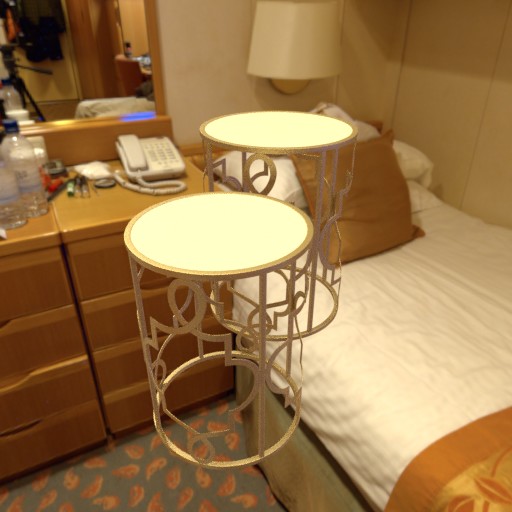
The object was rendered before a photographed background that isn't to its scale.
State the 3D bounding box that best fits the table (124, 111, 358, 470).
[{"bbox_3d":[0.000,0.000,1.150,0.420,0.564,0.846,8,31,14],"label":"table"}]
